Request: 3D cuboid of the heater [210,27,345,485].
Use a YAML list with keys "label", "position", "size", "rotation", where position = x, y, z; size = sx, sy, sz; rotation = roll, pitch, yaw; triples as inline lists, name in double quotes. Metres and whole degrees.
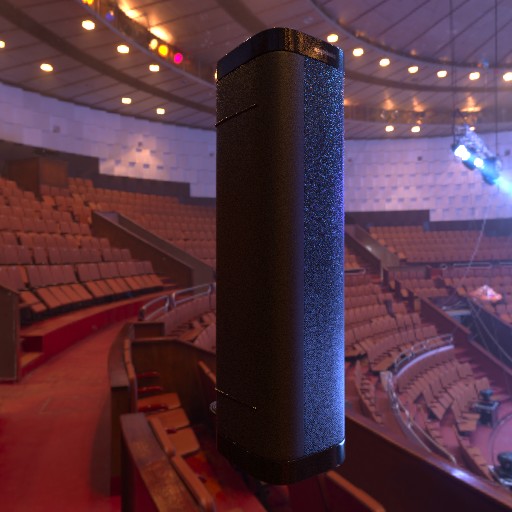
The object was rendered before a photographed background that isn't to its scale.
- label: "heater"
  position: [0.000, 0.000, 0.694]
  size: [0.174, 0.552, 0.312]
  rotation: [0, -1, -36]
